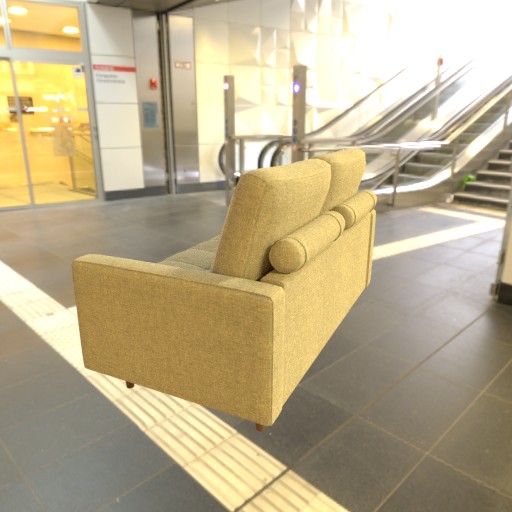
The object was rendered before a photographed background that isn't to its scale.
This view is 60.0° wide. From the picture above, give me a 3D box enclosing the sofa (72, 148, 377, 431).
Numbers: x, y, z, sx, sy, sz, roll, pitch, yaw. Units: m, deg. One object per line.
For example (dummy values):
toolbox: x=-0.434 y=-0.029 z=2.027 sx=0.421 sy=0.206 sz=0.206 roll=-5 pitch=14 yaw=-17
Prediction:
sofa: x=0.000 y=0.000 z=2.018 sx=0.842 sy=0.907 sz=1.407 roll=8 pitch=19 yaw=25
